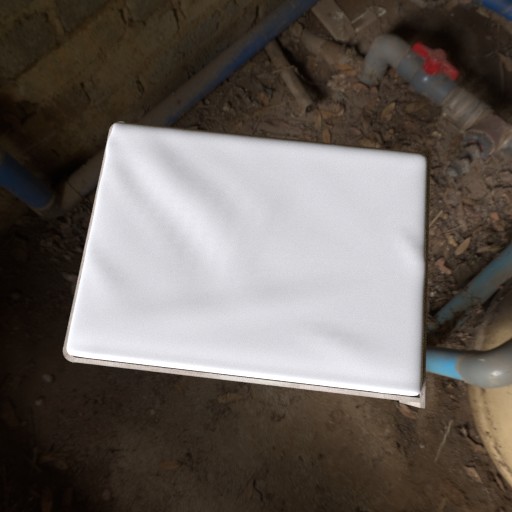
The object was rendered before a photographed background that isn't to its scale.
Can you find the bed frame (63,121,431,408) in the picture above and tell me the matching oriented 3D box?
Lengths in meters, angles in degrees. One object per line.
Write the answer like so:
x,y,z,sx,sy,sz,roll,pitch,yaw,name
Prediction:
0.000,0.000,2.637,1.950,0.462,1.490,6,76,2,bed frame
